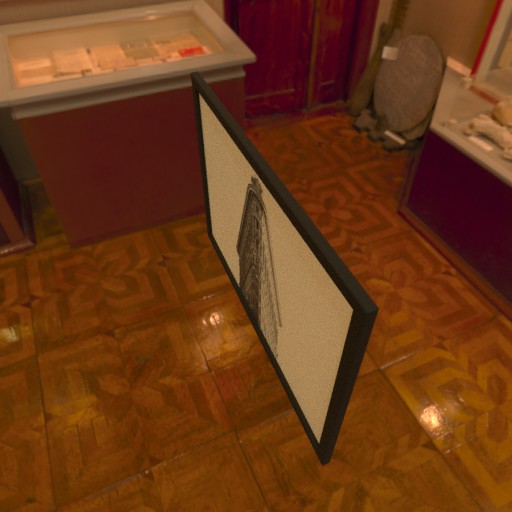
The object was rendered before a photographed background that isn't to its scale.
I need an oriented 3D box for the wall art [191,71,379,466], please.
[{"bbox_3d":[0.000,0.000,1.238,0.026,0.656,0.958,-16,48,-15],"label":"wall art"}]
